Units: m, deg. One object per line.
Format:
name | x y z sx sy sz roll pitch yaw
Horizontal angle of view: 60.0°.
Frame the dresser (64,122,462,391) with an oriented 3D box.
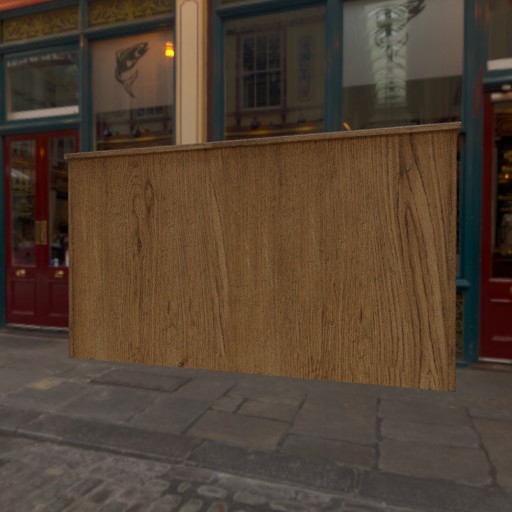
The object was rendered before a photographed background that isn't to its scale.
dresser | 0.000 0.000 2.039 1.657 0.932 0.563 0 1 18
